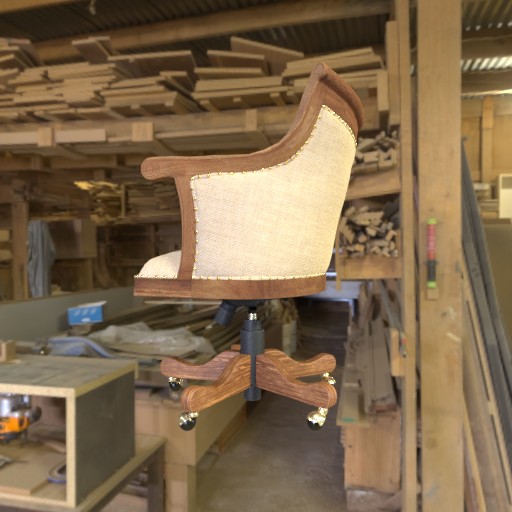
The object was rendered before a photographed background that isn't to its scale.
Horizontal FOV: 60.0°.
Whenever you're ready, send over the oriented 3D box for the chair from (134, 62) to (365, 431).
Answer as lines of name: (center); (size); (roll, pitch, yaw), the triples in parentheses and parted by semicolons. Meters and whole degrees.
chair: (0.000, 0.000, 1.458); (0.689, 0.965, 0.656); (0, 1, 17)
